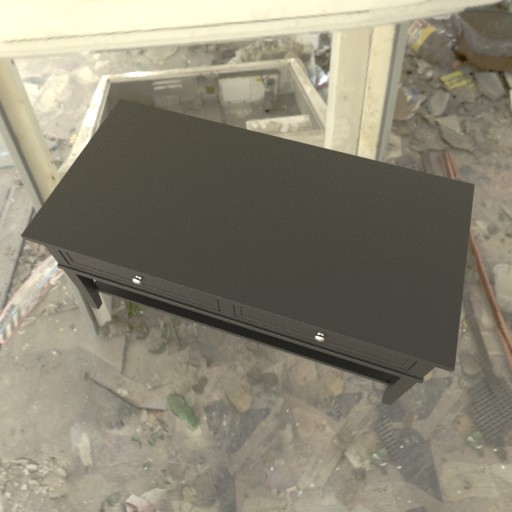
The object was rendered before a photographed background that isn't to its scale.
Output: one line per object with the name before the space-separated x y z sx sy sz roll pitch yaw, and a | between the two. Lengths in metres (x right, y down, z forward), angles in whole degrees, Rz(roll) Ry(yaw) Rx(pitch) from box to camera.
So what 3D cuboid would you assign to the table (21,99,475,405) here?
table | 0.000 0.000 1.330 1.044 0.470 0.523 16 61 9
